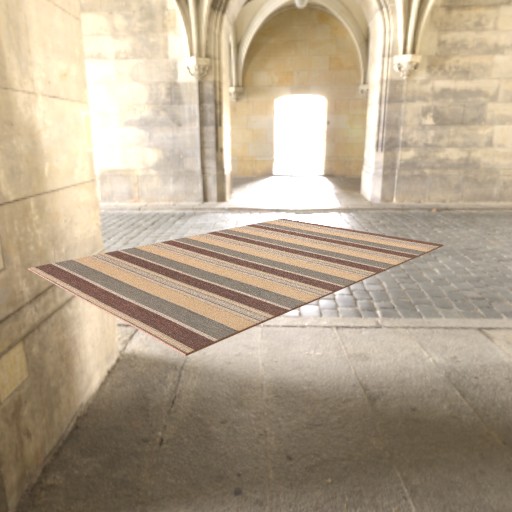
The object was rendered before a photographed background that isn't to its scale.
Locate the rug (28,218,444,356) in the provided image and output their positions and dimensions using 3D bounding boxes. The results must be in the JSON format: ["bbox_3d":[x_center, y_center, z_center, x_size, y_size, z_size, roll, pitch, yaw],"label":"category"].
[{"bbox_3d":[0.000,0.000,2.302,1.219,0.008,1.829,14,21,42],"label":"rug"}]
